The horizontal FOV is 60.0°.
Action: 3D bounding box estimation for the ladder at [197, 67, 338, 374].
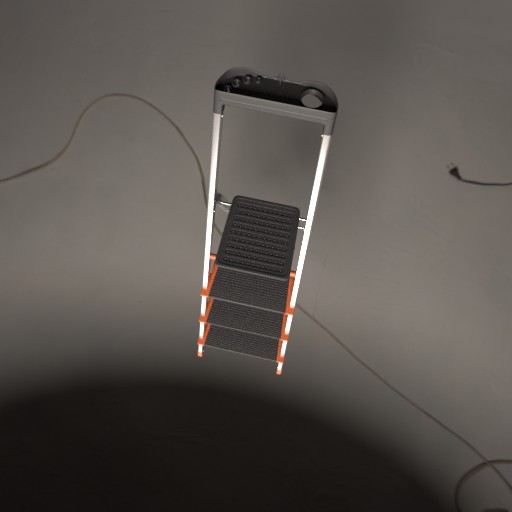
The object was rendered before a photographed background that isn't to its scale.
[{"bbox_3d":[0.000,0.000,1.746,0.452,1.429,0.834,12,76,3],"label":"ladder"}]
